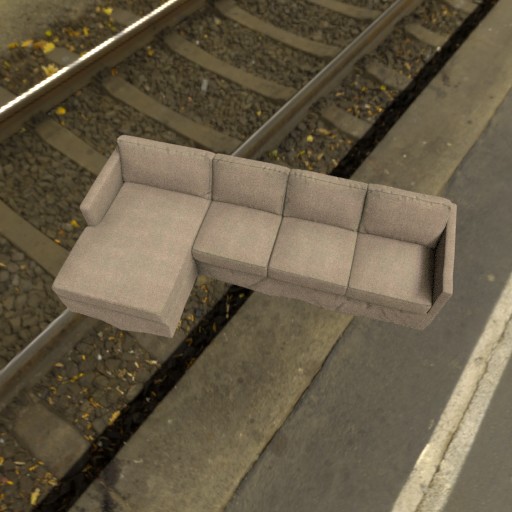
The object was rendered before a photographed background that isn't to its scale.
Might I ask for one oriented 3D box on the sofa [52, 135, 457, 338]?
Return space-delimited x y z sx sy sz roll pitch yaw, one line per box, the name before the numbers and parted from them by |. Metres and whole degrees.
sofa | 0.000 0.000 3.903 3.205 0.922 1.650 13 59 8
